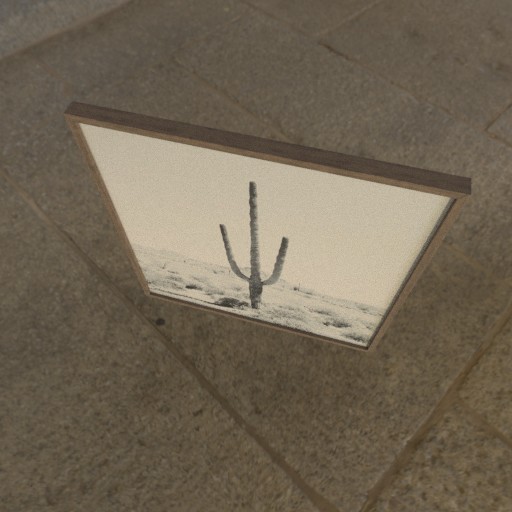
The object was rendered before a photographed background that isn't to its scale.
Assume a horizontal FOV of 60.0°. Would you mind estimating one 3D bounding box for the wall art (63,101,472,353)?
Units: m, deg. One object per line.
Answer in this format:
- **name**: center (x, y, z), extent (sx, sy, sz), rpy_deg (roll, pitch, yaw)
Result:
- **wall art**: center (0.000, 0.000, 1.131), extent (0.762, 0.762, 0.038), rpy_deg (13, 58, 8)
